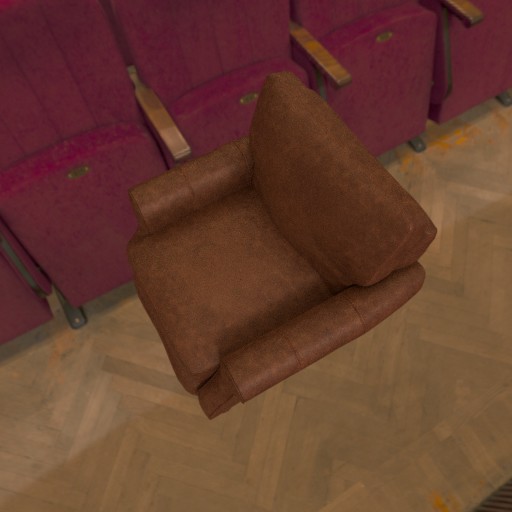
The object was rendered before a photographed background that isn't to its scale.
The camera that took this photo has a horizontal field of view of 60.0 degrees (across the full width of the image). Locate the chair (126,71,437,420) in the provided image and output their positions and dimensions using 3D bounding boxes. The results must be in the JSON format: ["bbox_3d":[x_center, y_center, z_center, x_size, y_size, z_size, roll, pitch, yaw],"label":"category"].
[{"bbox_3d":[0.000,0.000,1.807,1.002,0.976,0.996,-27,66,-13],"label":"chair"}]
